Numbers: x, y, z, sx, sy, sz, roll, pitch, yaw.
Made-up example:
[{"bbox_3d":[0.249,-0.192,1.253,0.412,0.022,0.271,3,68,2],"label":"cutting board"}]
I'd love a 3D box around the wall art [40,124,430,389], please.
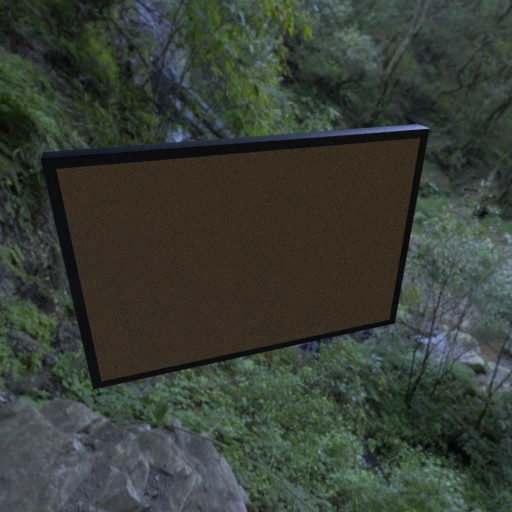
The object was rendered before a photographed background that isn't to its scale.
[{"bbox_3d":[0.000,0.000,0.776,0.610,0.409,0.038,-9,29,-16],"label":"wall art"}]
